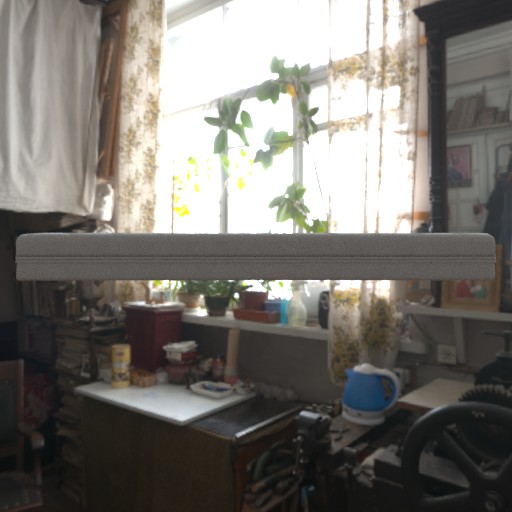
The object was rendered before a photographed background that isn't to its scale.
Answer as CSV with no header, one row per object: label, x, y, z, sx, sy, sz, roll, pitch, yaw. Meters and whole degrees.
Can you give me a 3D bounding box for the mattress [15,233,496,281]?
mattress,0.000,0.000,2.283,2.000,0.200,0.900,0,0,0
